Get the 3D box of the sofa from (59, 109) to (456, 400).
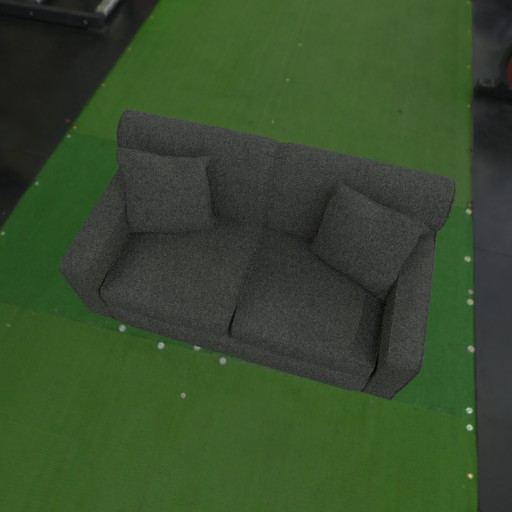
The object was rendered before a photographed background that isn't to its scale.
[{"bbox_3d":[0.000,0.000,2.479,1.846,0.958,0.998,14,59,9],"label":"sofa"}]
